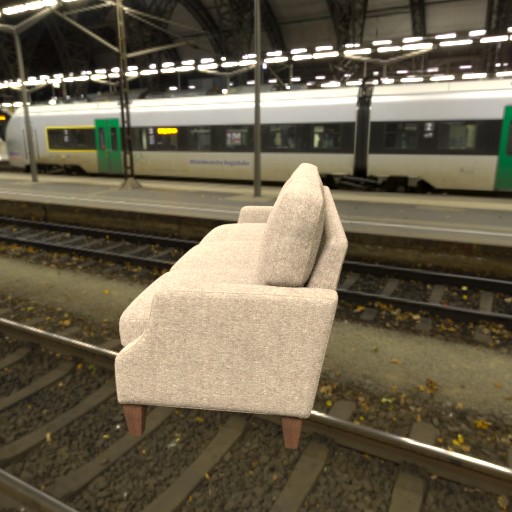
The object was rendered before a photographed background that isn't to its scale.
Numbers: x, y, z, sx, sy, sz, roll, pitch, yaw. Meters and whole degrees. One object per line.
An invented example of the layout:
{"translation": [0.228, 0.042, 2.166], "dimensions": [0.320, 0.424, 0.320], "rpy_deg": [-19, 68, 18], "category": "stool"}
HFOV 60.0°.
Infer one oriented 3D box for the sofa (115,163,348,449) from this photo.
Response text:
{"translation": [0.000, 0.000, 2.585], "dimensions": [0.888, 0.984, 2.115], "rpy_deg": [2, 15, 7], "category": "sofa"}
